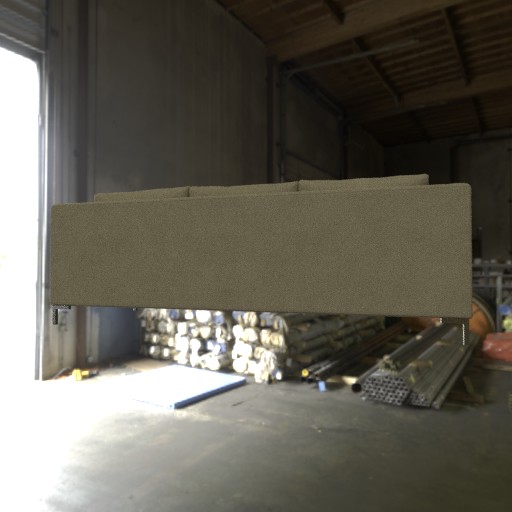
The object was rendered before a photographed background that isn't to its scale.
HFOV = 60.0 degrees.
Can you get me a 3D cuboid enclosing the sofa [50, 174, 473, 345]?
[{"bbox_3d":[0.000,0.000,2.883,2.415,0.867,0.969,0,-1,18],"label":"sofa"}]
